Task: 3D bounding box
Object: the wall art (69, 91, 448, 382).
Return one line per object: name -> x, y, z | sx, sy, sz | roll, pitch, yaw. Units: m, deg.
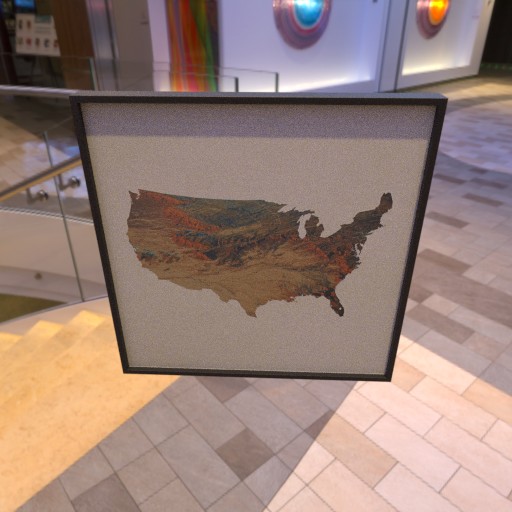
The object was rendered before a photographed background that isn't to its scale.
wall art -> 0.000, 0.000, 0.730 | 0.507, 0.507, 0.038 | 1, 29, 2
